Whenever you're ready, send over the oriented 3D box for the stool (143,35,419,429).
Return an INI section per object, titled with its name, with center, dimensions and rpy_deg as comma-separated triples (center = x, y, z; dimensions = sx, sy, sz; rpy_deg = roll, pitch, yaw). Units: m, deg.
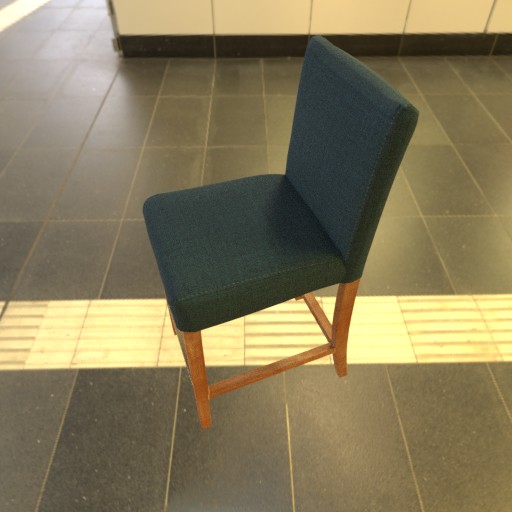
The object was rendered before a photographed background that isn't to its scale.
[stool]
center = 0.000, 0.000, 1.300
dimensions = 0.567, 1.039, 0.454
rpy_deg = -15, 47, -14
